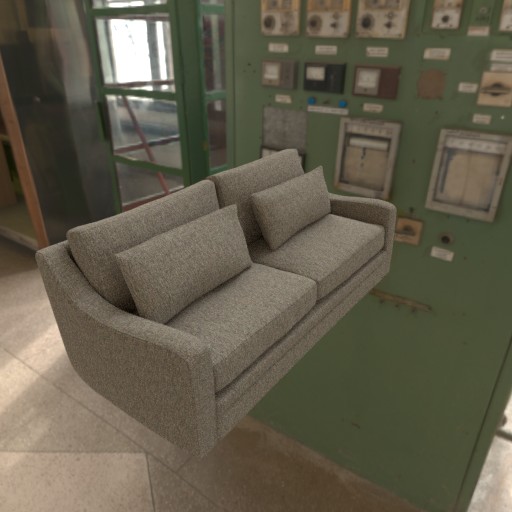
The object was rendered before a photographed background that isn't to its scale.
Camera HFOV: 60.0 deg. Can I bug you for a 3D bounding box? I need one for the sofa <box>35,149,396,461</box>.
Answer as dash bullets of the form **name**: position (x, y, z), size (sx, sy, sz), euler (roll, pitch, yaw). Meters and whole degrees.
- **sofa**: position (0.000, 0.000, 3.010), size (1.103, 0.998, 2.418), euler (19, 32, 32)
